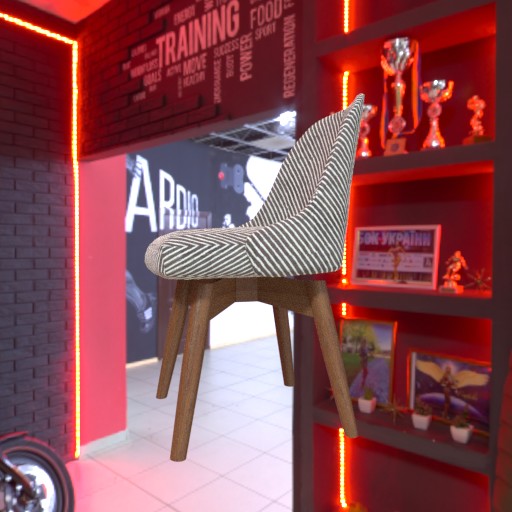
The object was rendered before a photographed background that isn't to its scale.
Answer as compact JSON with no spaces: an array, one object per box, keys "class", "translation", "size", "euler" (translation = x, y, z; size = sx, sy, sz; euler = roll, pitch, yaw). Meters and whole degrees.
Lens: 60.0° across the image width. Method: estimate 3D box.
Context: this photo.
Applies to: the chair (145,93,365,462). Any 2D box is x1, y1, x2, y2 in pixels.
[{"class":"chair","translation":[0.000,0.000,1.241],"size":[0.591,0.883,0.504],"euler":[0,1,-17]}]
